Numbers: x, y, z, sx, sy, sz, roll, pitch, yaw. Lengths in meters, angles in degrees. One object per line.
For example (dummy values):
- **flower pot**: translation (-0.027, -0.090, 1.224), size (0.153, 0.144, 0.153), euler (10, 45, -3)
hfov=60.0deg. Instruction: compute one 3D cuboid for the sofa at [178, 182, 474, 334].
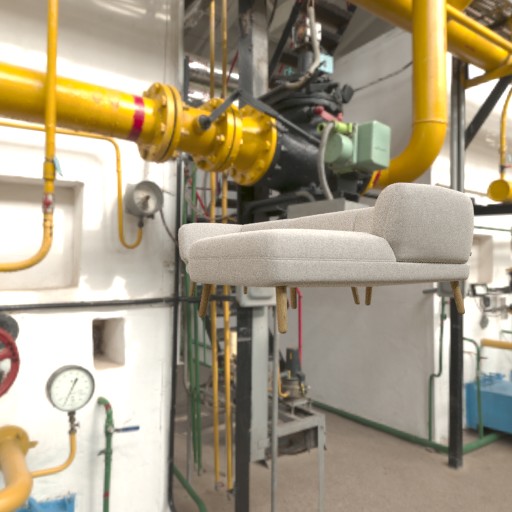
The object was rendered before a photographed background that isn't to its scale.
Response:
- **sofa**: translation (0.000, 0.000, 3.292), size (1.610, 0.730, 2.660), euler (1, -2, -35)
